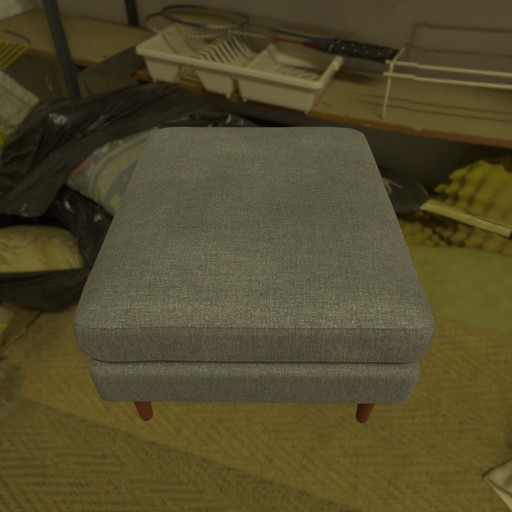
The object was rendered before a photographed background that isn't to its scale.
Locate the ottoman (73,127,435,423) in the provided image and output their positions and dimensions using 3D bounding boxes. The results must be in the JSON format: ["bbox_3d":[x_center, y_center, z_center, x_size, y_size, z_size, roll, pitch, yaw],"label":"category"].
[{"bbox_3d":[0.000,0.000,1.230,0.693,0.474,0.821,0,41,0],"label":"ottoman"}]
